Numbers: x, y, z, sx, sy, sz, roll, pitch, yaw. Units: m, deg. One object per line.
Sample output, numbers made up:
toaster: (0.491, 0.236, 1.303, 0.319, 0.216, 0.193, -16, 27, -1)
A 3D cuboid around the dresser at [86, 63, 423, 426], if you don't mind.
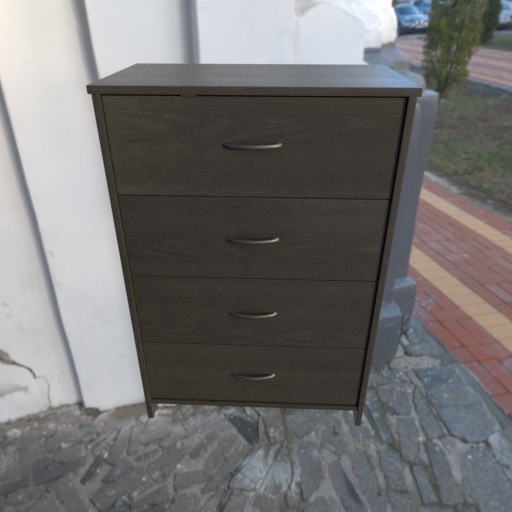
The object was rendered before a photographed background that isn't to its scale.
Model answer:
dresser: (0.000, 0.000, 1.331, 0.700, 1.020, 0.398, 1, 30, 2)
